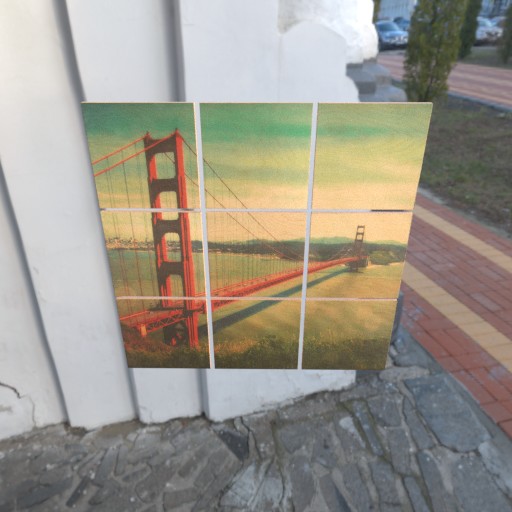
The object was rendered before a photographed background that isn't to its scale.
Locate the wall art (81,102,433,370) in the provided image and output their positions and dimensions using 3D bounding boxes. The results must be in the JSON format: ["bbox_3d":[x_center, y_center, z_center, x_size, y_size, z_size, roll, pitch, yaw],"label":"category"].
[{"bbox_3d":[0.000,0.000,1.822,1.217,1.207,0.016,0,28,1],"label":"wall art"}]
